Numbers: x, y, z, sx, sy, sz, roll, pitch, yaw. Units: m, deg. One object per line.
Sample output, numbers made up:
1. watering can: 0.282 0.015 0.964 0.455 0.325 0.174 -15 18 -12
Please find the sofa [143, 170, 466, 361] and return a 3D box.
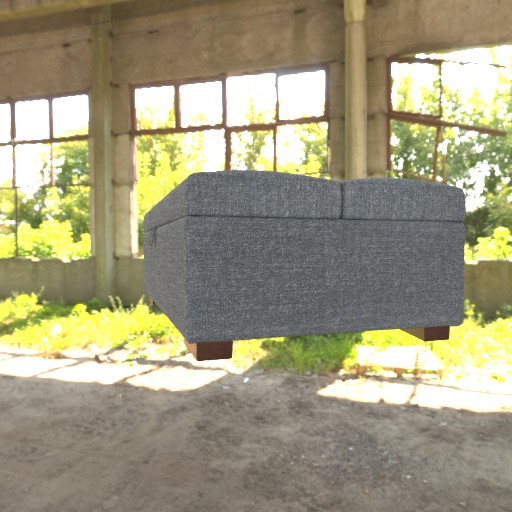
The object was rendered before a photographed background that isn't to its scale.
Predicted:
1. sofa: 0.000 0.000 1.603 0.782 0.417 1.198 0 1 -18
